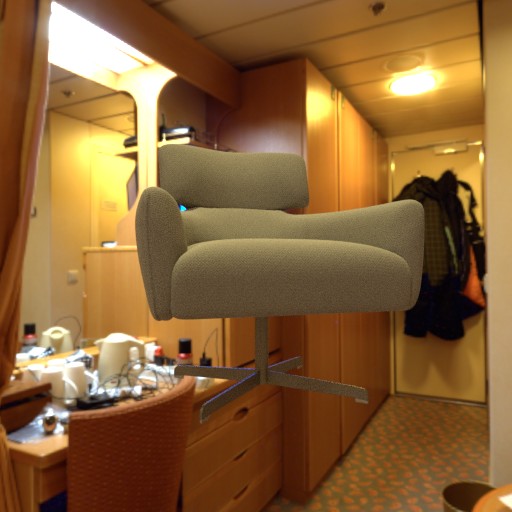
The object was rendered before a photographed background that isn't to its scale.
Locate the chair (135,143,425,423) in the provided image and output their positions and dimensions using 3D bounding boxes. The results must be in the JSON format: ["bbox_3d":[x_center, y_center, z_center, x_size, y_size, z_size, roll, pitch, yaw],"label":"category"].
[{"bbox_3d":[0.000,0.000,1.403,0.760,0.810,0.730,0,-1,-18],"label":"chair"}]
